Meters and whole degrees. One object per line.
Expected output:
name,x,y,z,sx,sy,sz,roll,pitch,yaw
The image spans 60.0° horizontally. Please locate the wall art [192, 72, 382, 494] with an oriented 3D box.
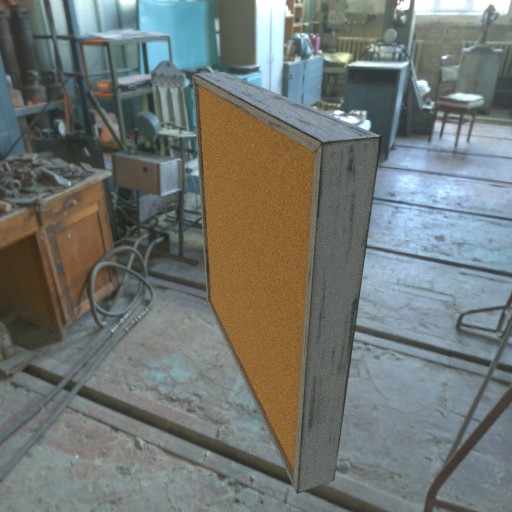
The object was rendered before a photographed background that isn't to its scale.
wall art,0.000,0.000,0.437,0.036,0.303,0.303,-10,31,-18
